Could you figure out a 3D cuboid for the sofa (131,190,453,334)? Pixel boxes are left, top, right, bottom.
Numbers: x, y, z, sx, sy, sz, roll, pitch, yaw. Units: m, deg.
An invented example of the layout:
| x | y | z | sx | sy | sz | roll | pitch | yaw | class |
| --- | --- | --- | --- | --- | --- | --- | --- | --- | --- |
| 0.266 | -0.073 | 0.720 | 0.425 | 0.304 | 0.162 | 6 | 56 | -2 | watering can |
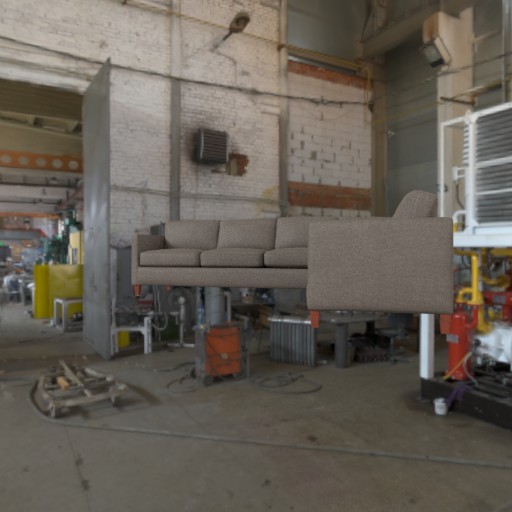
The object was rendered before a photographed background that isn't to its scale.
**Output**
| x | y | z | sx | sy | sz | roll | pitch | yaw | class |
| --- | --- | --- | --- | --- | --- | --- | --- | --- | --- |
| 0.000 | 0.000 | 4.410 | 3.302 | 0.947 | 2.593 | 0 | 1 | 16 | sofa |
